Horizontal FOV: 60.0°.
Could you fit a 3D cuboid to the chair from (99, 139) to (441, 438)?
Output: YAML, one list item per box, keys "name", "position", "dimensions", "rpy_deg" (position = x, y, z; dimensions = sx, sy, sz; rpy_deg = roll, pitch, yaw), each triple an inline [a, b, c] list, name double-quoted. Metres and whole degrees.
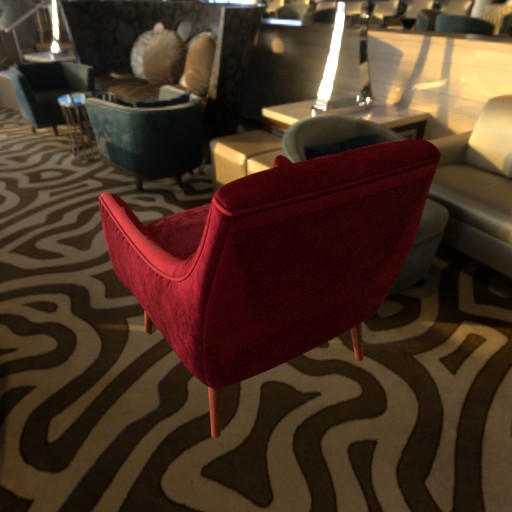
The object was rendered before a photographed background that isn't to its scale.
- name: "chair"
  position: [0.000, 0.000, 1.423]
  dimensions: [0.762, 0.838, 0.787]
  rpy_deg: [-19, 36, -28]
